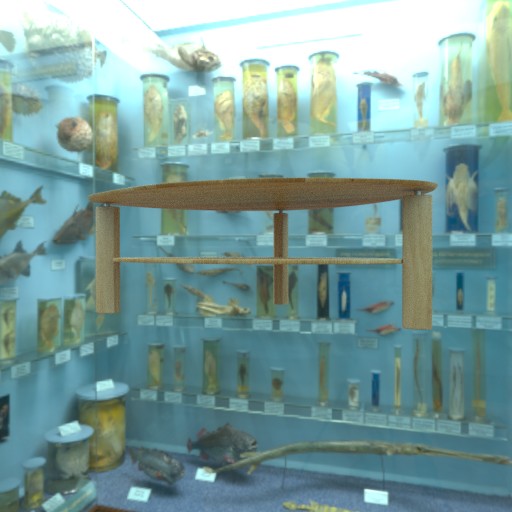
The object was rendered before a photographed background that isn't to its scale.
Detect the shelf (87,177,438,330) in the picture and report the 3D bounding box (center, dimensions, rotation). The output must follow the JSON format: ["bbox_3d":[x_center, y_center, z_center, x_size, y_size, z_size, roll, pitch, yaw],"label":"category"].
[{"bbox_3d":[0.000,0.000,1.659,1.246,0.440,0.845,0,1,18],"label":"shelf"}]
